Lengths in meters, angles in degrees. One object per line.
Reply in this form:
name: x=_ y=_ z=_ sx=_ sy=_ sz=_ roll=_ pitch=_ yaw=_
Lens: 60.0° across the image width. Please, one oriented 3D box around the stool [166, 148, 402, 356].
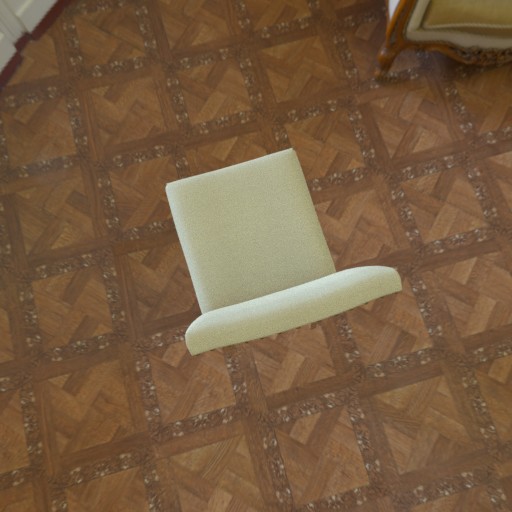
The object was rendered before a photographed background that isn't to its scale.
stool: x=0.000 y=0.000 z=1.474 sx=0.445 sy=1.168 sz=0.584 roll=-17 pitch=77 yaw=-4
